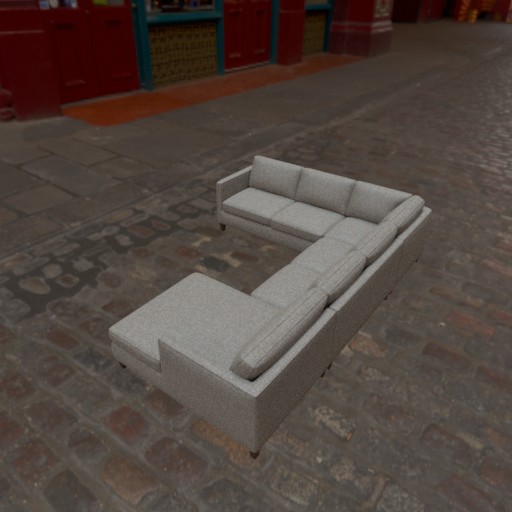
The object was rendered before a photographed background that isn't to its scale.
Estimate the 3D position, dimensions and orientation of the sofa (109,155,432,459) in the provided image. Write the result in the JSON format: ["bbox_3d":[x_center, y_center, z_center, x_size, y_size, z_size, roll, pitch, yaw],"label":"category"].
[{"bbox_3d":[0.000,0.000,4.670,2.551,0.889,3.403,22,38,31],"label":"sofa"}]
